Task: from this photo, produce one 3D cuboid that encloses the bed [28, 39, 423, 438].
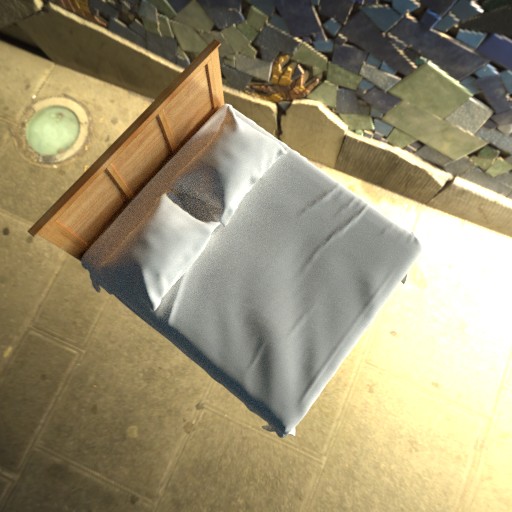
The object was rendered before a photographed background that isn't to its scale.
[{"bbox_3d":[0.000,0.000,3.121,2.035,1.273,1.870,38,78,9],"label":"bed"}]
